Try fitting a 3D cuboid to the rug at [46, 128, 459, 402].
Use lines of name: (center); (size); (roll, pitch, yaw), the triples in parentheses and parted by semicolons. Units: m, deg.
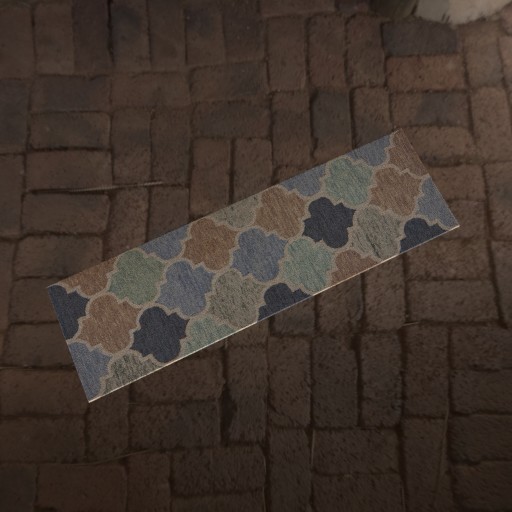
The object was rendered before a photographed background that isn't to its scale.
rug: (0.000, 0.000, 2.530); (2.287, 0.011, 0.687); (-25, 78, -5)
